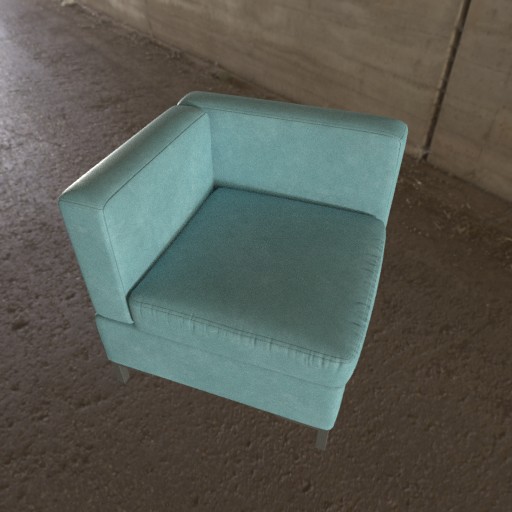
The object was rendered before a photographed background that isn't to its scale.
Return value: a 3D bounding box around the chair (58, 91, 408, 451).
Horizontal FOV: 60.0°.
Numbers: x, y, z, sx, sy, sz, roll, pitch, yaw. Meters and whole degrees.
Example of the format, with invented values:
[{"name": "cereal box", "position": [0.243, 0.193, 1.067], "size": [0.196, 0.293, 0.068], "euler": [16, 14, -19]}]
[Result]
[{"name": "chair", "position": [0.000, 0.000, 1.253], "size": [0.680, 0.660, 0.680], "euler": [13, 42, 15]}]
